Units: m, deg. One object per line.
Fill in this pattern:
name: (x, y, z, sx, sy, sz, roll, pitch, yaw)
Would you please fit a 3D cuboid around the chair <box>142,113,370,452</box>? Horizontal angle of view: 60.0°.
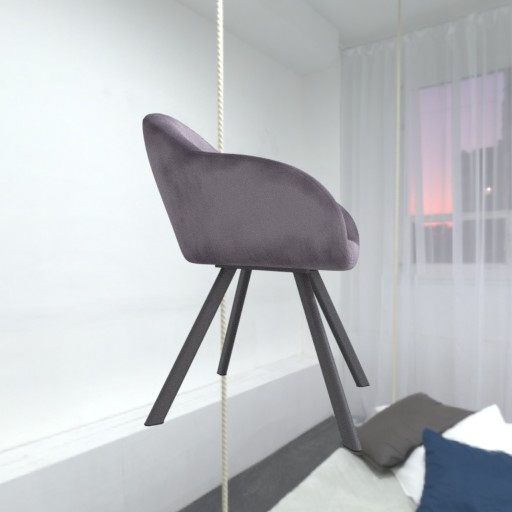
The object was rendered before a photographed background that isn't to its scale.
chair: (0.000, 0.000, 1.215, 0.590, 0.795, 0.550, 0, 0, 16)
